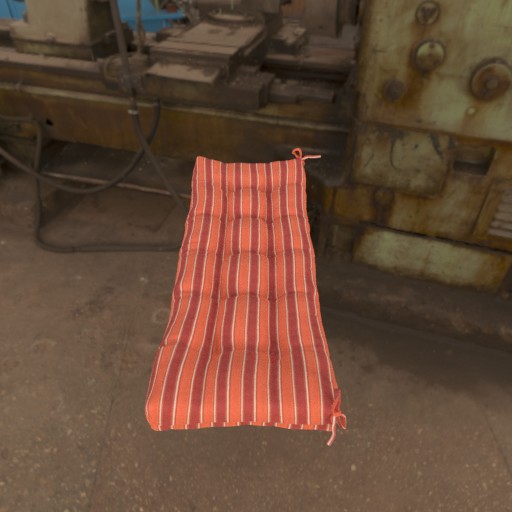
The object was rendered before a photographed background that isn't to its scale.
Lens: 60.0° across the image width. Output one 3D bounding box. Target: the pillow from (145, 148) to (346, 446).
[{"bbox_3d":[0.000,0.000,1.403,0.511,0.174,1.194,0,42,0],"label":"pillow"}]
